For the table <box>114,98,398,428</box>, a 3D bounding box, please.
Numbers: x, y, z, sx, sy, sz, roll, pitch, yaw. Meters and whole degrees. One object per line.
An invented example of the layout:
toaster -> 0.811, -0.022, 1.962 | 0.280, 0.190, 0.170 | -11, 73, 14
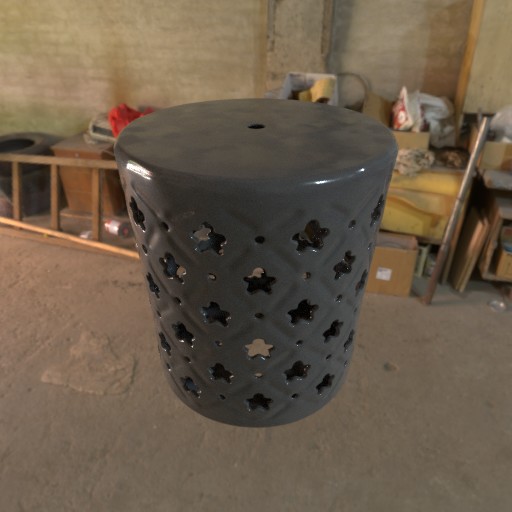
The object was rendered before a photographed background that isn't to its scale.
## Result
table -> 0.000, 0.000, 0.662 | 0.352, 0.387, 0.352 | 0, 32, 0
